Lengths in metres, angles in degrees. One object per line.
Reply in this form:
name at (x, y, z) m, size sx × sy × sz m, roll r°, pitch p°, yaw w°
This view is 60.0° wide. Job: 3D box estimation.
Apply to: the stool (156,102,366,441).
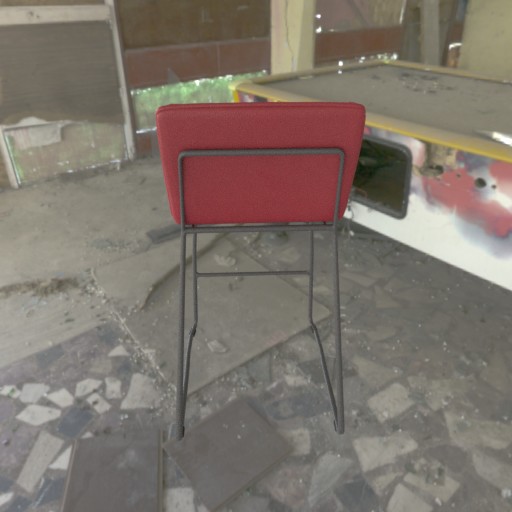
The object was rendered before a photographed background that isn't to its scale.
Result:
stool at (0.000, 0.000, 1.242) m, size 0.489 × 0.937 × 0.524 m, roll -1°, pitch 32°, yaw -2°
